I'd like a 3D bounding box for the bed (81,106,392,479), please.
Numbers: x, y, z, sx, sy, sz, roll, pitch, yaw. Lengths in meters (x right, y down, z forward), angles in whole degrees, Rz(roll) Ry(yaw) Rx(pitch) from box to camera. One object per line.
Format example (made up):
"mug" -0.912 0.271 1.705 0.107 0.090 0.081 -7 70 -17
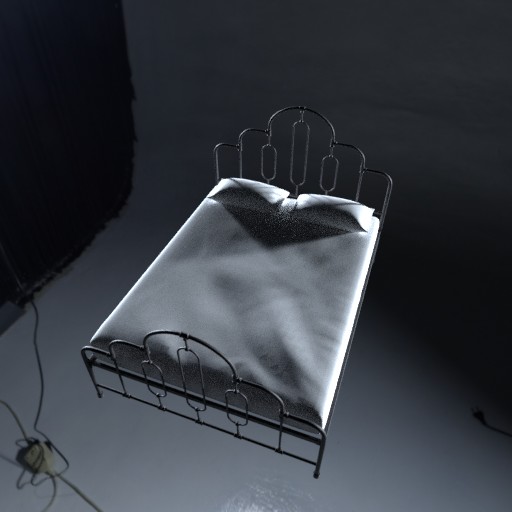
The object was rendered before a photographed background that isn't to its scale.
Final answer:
"bed" 0.000 0.000 3.265 1.640 1.429 2.163 14 43 15
